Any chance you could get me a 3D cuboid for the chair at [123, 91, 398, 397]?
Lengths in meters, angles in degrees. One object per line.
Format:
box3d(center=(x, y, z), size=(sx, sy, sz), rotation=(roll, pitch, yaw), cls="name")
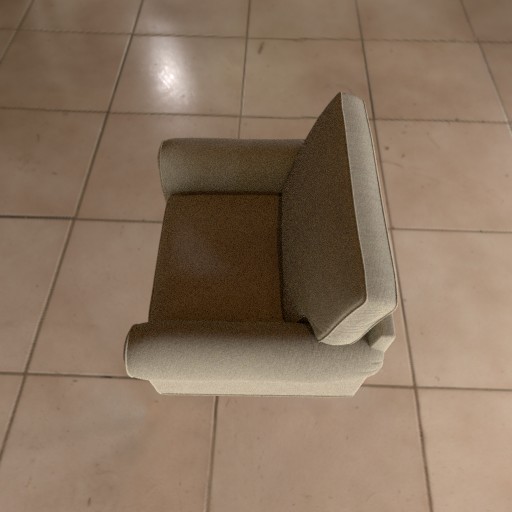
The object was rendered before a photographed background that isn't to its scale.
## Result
box3d(center=(0.000, 0.000, 1.940), size=(0.939, 1.044, 1.147), rotation=(1, 59, 0), cls="chair")
